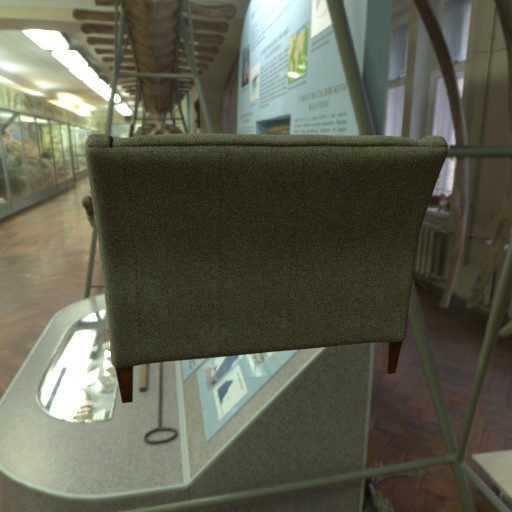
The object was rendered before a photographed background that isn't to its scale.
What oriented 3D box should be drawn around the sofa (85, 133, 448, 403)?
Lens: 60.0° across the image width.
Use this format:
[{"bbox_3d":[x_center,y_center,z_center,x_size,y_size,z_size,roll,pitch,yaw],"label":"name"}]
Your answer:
[{"bbox_3d":[0.000,0.000,1.955,1.242,1.021,0.870,-3,14,-11],"label":"sofa"}]
